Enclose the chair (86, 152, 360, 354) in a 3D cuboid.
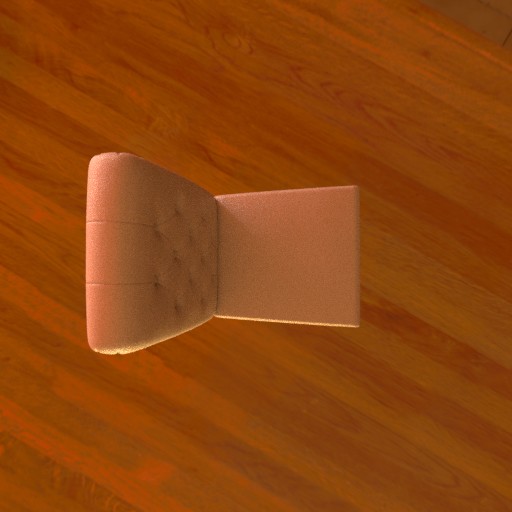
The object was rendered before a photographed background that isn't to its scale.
[{"bbox_3d":[0.000,0.000,1.357,0.671,1.006,0.456,0,89,1],"label":"chair"}]
